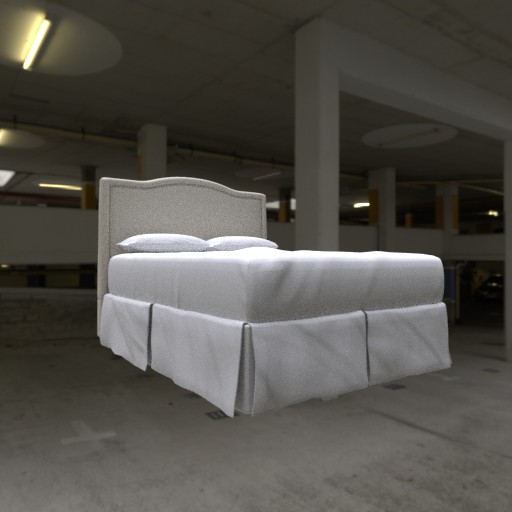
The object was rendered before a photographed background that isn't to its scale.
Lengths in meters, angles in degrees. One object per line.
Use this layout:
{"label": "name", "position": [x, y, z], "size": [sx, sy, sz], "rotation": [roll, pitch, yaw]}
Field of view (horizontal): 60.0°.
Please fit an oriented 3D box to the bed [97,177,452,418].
{"label": "bed", "position": [0.000, 0.000, 3.267], "size": [1.741, 1.449, 2.196], "rotation": [0, 0, -36]}
